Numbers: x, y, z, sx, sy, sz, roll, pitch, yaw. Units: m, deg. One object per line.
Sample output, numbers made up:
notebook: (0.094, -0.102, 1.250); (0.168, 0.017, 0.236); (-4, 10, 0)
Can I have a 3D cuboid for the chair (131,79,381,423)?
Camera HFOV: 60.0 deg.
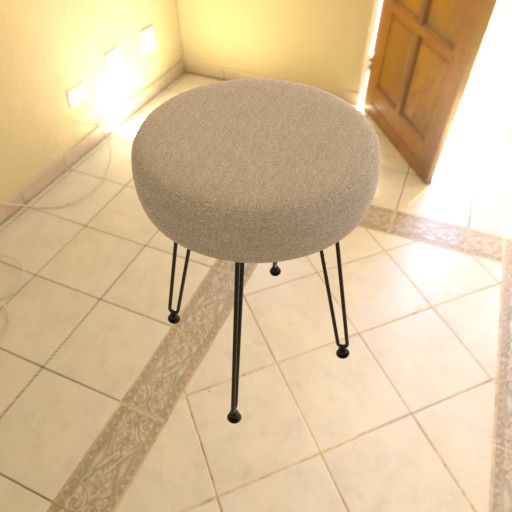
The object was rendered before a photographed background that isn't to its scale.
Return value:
chair: (0.000, 0.000, 0.678); (0.350, 0.440, 0.350); (10, 48, 9)
